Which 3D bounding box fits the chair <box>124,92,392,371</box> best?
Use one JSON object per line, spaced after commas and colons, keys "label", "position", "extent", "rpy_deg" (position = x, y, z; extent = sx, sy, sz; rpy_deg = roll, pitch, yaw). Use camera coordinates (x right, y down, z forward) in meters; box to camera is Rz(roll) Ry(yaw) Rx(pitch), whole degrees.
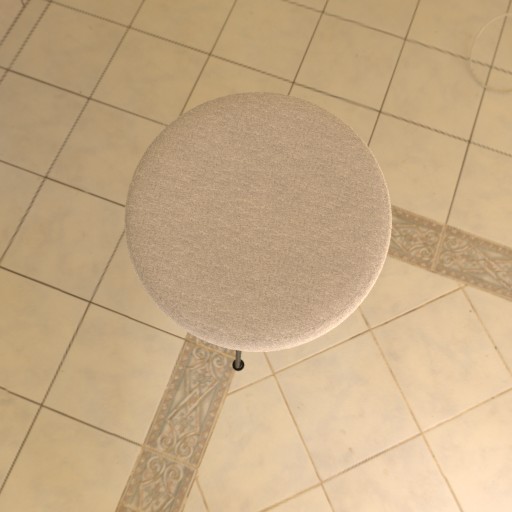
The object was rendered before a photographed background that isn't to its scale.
{"label": "chair", "position": [0.000, 0.000, 0.681], "extent": [0.350, 0.440, 0.350], "rpy_deg": [11, 76, 3]}
